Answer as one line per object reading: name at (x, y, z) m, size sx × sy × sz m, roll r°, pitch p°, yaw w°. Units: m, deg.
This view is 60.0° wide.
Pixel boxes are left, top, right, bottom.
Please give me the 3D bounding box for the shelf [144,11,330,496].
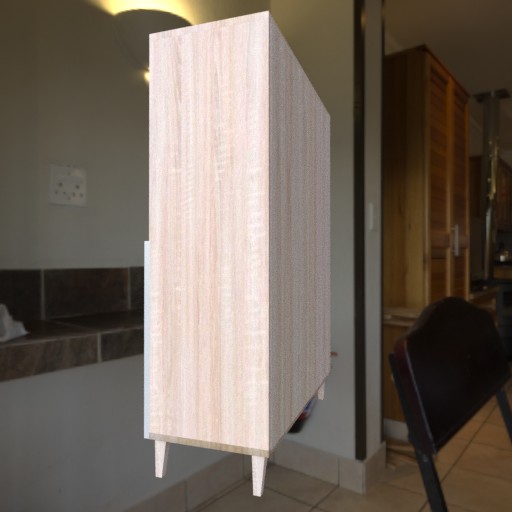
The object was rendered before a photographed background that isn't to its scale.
shelf at (0.000, 0.000, 1.809) m, size 0.434 × 1.405 × 0.995 m, roll 0°, pitch 0°, yaw 20°
